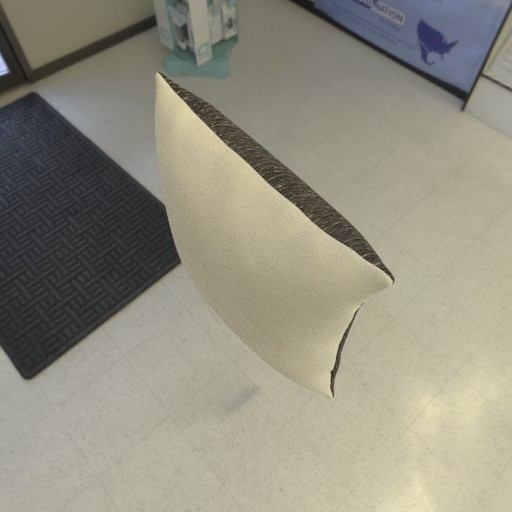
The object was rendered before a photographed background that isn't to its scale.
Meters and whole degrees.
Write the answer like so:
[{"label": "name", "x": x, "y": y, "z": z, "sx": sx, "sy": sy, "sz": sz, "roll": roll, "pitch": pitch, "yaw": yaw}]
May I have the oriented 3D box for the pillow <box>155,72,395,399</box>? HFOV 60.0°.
[{"label": "pillow", "x": 0.000, "y": 0.000, "z": 0.705, "sx": 0.196, "sy": 0.434, "sz": 0.433, "roll": -35, "pitch": 64, "yaw": -20}]
